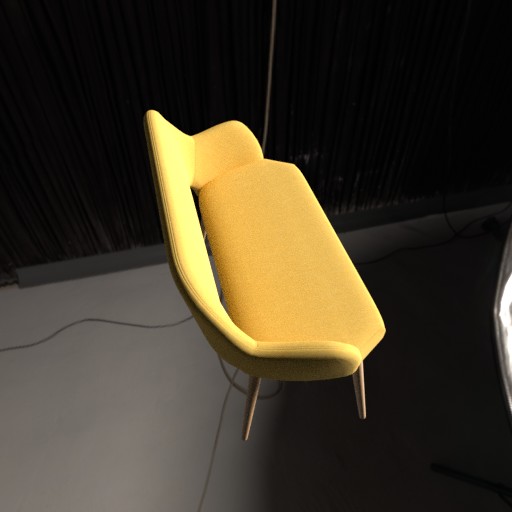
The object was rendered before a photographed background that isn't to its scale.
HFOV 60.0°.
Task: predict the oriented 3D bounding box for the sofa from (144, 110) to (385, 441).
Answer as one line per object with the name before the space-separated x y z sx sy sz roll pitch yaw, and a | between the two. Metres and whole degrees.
sofa | 0.000 0.000 1.623 0.610 0.840 1.150 -11 48 -10
